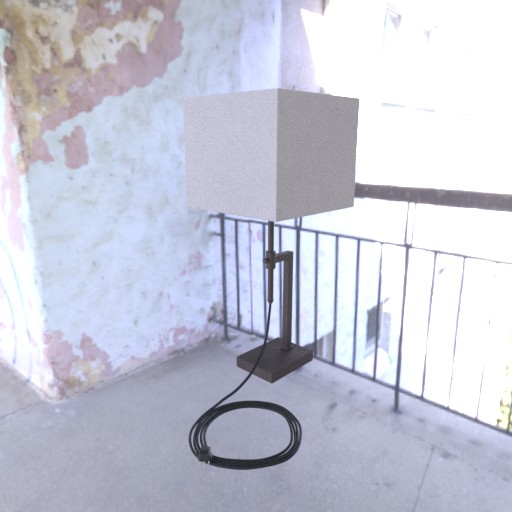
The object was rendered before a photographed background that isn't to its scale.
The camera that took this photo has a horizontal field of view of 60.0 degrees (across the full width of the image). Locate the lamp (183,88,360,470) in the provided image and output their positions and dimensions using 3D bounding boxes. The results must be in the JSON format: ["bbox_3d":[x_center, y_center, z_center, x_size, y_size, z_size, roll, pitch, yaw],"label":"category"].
[{"bbox_3d":[0.000,0.000,0.948,0.399,0.660,0.504,14,20,42],"label":"lamp"}]
